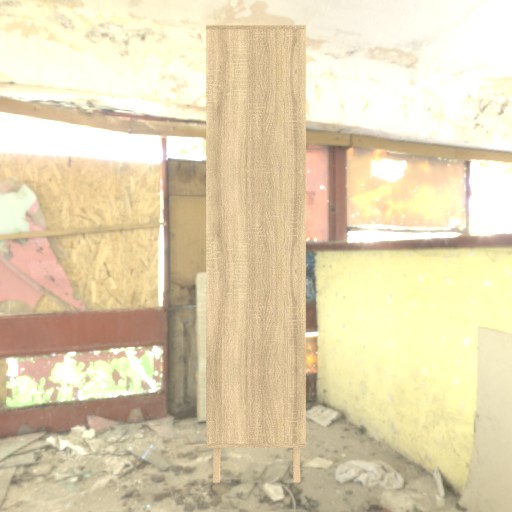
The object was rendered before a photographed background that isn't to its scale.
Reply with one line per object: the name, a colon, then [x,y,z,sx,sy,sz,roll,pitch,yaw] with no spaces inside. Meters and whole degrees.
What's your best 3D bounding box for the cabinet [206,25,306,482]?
cabinet: [0.000,0.000,2.064,0.400,1.850,0.570,0,0,0]
